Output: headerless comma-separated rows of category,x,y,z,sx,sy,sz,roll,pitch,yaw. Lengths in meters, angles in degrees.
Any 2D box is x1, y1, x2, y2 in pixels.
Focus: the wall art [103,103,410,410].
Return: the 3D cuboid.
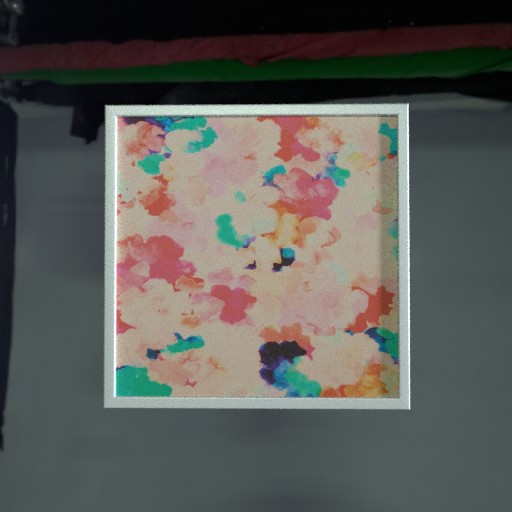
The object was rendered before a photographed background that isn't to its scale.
wall art,0.000,0.000,0.754,0.506,0.505,0.038,0,-1,1
